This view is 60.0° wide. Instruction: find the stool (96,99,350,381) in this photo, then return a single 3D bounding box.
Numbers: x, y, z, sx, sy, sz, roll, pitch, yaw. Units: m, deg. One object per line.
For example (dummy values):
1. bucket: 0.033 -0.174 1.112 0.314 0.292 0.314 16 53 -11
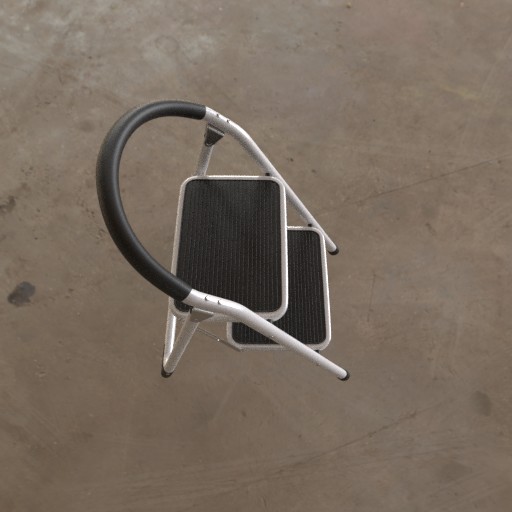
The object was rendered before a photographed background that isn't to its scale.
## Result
1. stool: 0.000 0.000 1.082 0.559 0.760 0.453 0 63 0
